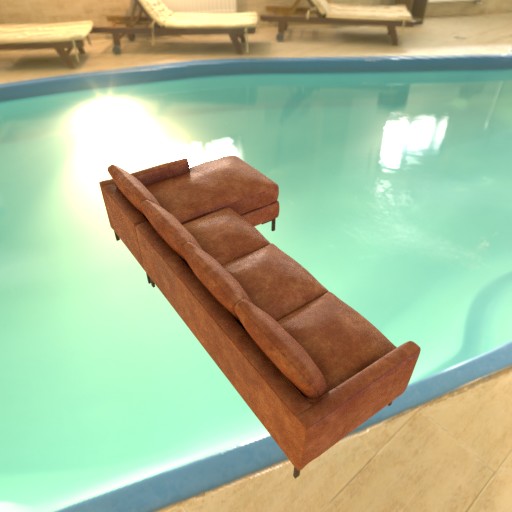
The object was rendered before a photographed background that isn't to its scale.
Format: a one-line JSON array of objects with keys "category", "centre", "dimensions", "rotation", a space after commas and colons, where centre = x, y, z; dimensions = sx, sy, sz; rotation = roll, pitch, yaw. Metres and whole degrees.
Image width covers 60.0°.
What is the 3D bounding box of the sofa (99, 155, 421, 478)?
[{"category": "sofa", "centre": [0.000, 0.000, 3.604], "dimensions": [1.471, 0.859, 2.993], "rotation": [-24, 45, -26]}]
